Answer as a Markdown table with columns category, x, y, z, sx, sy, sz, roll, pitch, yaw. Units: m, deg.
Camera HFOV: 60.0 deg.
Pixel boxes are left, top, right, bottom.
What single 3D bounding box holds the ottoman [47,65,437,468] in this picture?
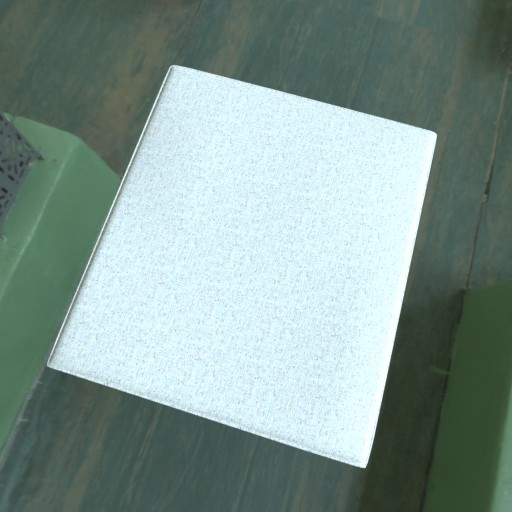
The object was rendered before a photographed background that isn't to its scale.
| category | x | y | z | sx | sy | sz | roll | pitch | yaw |
| --- | --- | --- | --- | --- | --- | --- | --- | --- | --- |
| ottoman | 0.000 | 0.000 | 1.198 | 0.736 | 0.303 | 0.835 | 16 | 75 | 4 |
